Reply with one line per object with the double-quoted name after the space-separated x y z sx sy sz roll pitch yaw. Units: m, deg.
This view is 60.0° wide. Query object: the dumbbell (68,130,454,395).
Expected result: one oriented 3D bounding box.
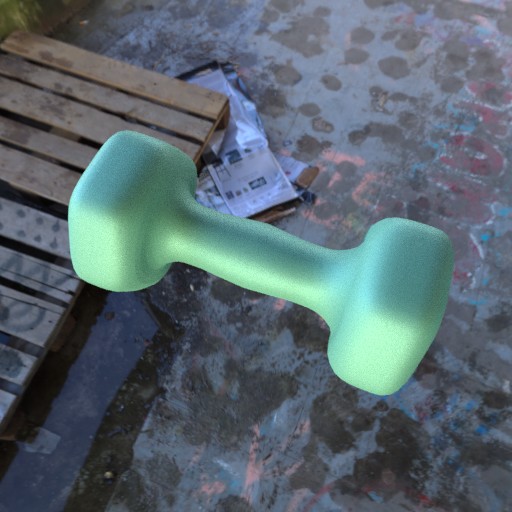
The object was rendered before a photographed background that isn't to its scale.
0.000 0.000 0.327 0.260 0.117 0.129 20 66 10 "dumbbell"
